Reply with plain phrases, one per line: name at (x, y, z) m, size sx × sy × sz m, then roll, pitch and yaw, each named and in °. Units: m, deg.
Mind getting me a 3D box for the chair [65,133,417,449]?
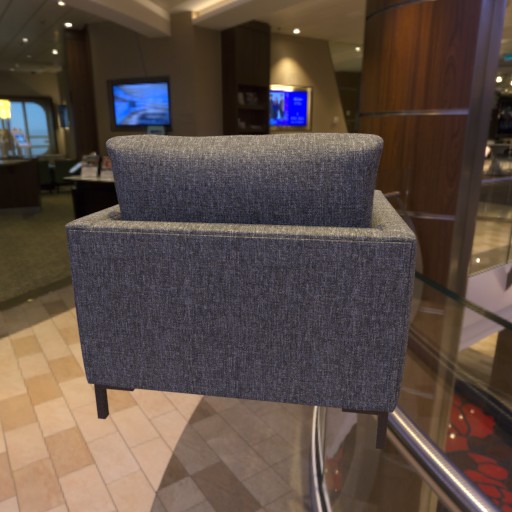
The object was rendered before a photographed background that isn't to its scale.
chair at (0.000, 0.000, 1.600) m, size 0.963 × 0.861 × 0.866 m, roll 3°, pitch 16°, yaw 9°
